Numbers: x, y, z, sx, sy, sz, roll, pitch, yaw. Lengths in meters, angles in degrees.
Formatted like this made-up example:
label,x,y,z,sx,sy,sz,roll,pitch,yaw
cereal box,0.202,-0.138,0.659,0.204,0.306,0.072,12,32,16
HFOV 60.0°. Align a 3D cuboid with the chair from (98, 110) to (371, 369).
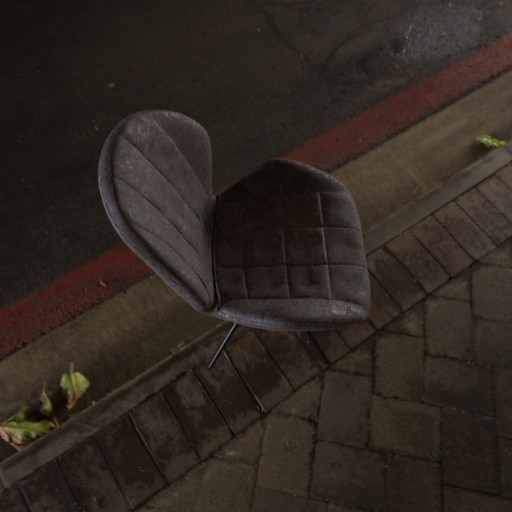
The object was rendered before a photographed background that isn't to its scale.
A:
label,x,y,z,sx,sy,sz,roll,pitch,yaw
chair,0.000,0.000,1.309,0.640,0.934,0.527,-1,63,-1
